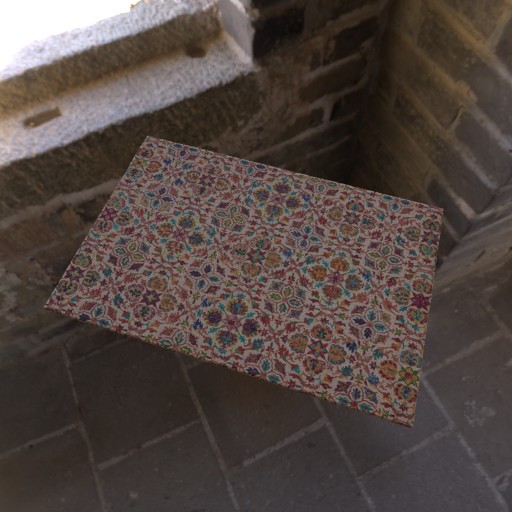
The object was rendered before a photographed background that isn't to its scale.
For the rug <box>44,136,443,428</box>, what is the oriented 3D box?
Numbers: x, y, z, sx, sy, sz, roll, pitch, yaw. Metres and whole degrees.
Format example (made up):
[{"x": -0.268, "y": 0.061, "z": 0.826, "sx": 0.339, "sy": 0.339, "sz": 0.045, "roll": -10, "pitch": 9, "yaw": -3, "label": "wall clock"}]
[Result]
[{"x": 0.000, "y": 0.000, "z": 2.955, "sx": 2.297, "sy": 0.018, "sz": 1.541, "roll": 16, "pitch": 62, "yaw": 9, "label": "rug"}]
